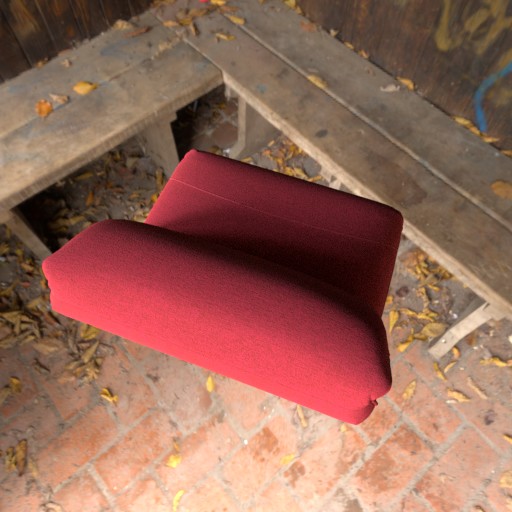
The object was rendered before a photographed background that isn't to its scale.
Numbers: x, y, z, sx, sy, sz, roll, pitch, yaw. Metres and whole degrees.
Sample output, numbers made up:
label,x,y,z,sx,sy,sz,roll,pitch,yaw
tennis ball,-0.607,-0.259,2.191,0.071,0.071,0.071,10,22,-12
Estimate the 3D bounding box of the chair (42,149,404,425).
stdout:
label,x,y,z,sx,sy,sz,roll,pitch,yaw
chair,0.000,0.000,1.312,0.820,0.580,0.780,18,64,9
